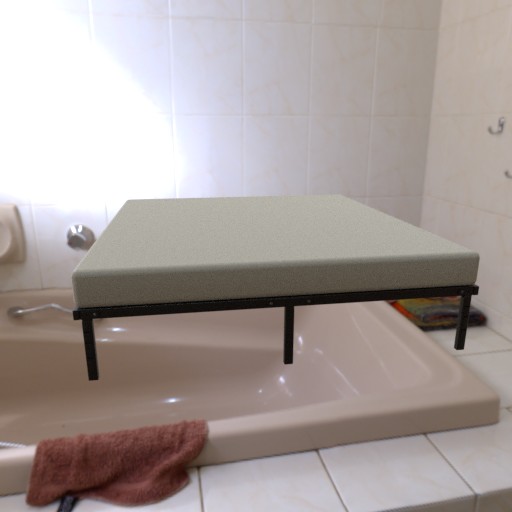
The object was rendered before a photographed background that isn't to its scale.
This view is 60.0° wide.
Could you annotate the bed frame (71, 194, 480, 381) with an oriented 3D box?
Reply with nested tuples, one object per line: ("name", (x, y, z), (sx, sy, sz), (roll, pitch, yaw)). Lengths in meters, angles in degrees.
("bed frame", (0.000, 0.000, 3.956), (2.526, 0.680, 2.635), (-3, 16, -9))
